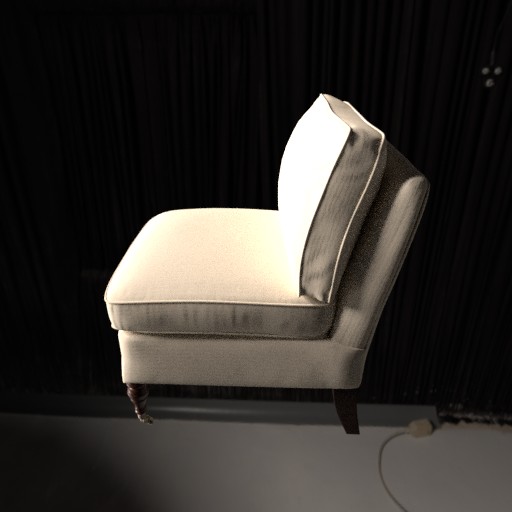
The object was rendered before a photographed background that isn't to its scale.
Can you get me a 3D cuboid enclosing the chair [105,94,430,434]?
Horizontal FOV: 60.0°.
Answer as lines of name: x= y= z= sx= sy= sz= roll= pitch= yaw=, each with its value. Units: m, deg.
chair: x=0.000 y=0.000 z=1.371 sx=0.781 sy=0.887 sz=0.630 roll=1 pitch=27 yaw=2
